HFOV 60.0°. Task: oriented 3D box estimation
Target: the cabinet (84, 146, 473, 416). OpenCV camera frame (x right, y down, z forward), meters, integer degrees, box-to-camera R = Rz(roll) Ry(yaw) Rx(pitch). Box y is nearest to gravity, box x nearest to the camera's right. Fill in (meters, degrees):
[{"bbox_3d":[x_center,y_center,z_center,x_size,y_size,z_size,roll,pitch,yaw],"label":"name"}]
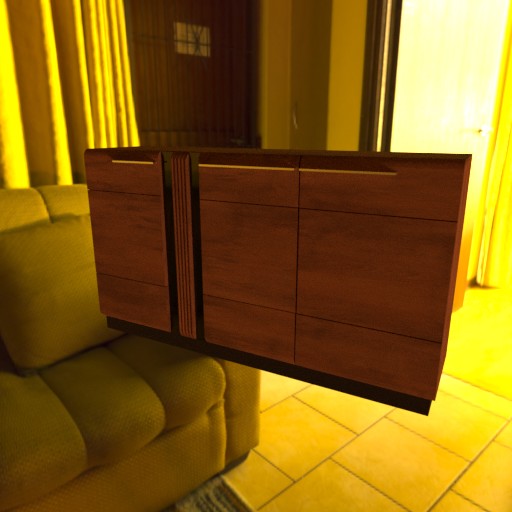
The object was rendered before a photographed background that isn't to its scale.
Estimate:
[{"bbox_3d":[0.000,0.000,1.952,1.600,0.900,0.420,8,18,27],"label":"cabinet"}]
